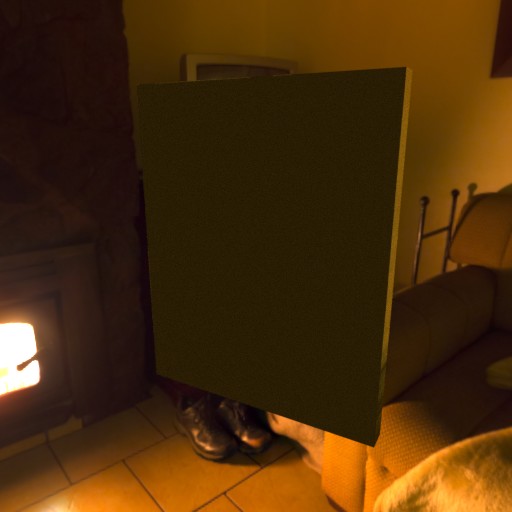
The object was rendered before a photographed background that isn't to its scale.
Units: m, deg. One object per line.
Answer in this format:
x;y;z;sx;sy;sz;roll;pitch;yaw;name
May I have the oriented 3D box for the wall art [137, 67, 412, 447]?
0.000;0.000;0.813;0.489;0.608;0.040;9;18;28;wall art
